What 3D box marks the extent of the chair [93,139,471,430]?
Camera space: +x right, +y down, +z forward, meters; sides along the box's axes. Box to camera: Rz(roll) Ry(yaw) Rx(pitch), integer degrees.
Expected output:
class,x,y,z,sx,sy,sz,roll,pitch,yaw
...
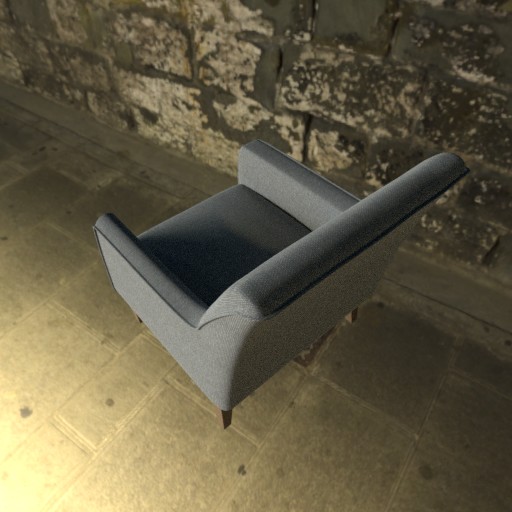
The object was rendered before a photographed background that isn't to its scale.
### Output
class,x,y,z,sx,sy,sz,roll,pitch,yaw
chair,0.000,0.000,1.556,0.780,0.919,0.899,-32,54,-27
